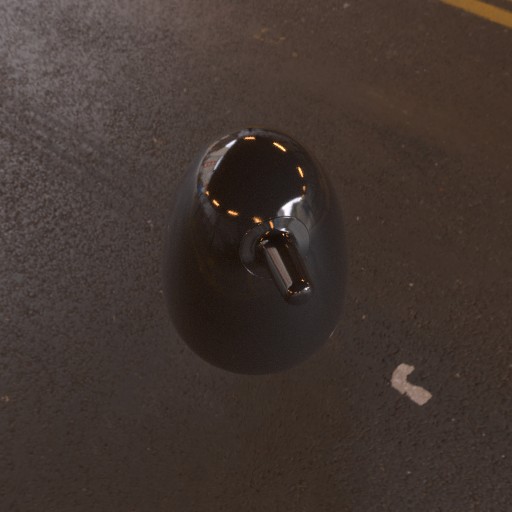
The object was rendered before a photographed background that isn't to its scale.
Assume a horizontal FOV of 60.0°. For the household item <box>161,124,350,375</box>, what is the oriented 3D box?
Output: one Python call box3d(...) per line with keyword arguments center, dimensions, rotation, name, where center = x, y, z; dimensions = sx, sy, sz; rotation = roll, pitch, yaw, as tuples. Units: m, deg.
box3d(center=(0.000, 0.000, 0.220), dimensions=(0.102, 0.152, 0.104), rotation=(-14, 63, -8), name="household item")
